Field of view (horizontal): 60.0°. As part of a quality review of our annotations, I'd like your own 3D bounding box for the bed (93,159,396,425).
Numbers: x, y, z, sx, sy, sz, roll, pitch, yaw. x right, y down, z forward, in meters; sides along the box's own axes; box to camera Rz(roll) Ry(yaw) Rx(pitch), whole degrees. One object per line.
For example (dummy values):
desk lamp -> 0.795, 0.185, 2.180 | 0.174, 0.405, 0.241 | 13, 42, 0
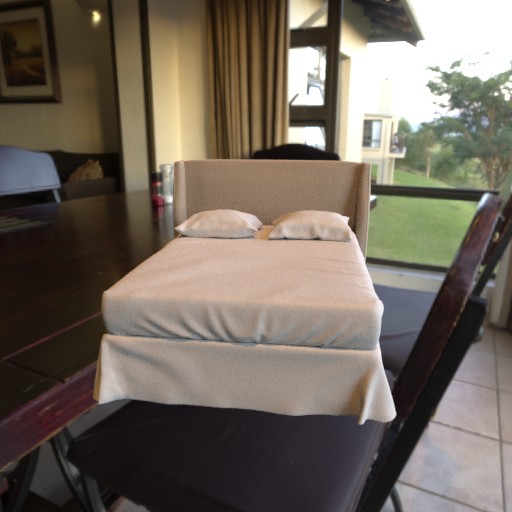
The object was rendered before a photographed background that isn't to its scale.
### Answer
bed -> 0.000, 0.000, 3.480 | 1.925, 1.332, 2.276 | 2, 16, 7
